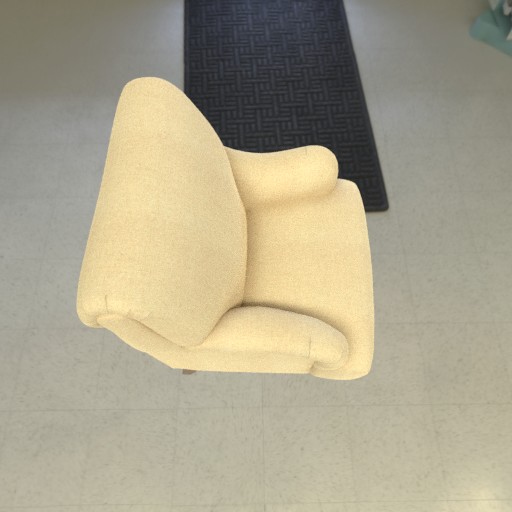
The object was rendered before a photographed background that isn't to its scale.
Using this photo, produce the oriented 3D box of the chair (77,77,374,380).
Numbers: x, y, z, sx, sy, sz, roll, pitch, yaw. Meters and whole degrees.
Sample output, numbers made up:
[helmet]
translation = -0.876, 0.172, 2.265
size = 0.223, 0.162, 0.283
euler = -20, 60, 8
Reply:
[chair]
translation = 0.000, 0.000, 1.536
size = 0.842, 0.944, 0.766
euler = 2, 65, 1
